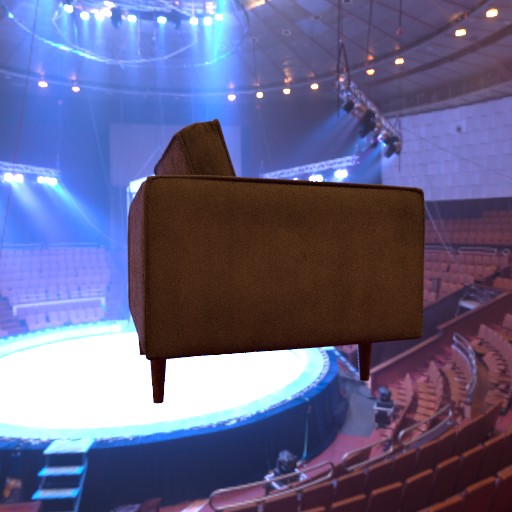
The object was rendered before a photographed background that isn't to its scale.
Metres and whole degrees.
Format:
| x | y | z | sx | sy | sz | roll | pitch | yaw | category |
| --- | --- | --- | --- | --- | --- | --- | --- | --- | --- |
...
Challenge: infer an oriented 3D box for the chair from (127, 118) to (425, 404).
| x | y | z | sx | sy | sz | roll | pitch | yaw | category |
| --- | --- | --- | --- | --- | --- | --- | --- | --- | --- |
| 0.000 | 0.000 | 1.569 | 0.843 | 0.773 | 0.928 | 0 | 1 | -18 | chair |
